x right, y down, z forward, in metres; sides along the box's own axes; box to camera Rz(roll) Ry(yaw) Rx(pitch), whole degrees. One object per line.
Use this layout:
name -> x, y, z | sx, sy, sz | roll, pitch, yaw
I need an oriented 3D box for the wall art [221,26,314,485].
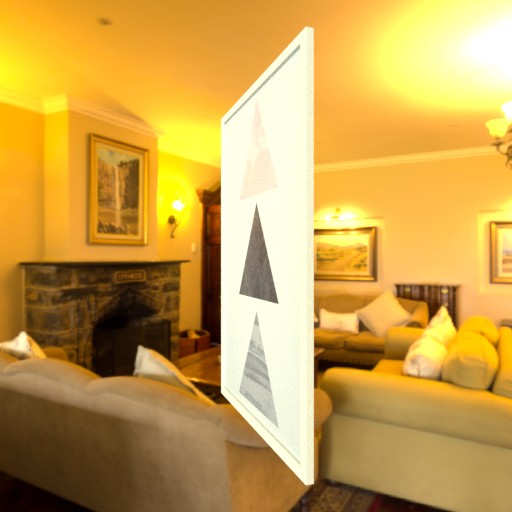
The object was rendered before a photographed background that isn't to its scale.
wall art -> 0.000, 0.000, 0.850 | 0.013, 0.656, 0.456 | 0, 0, -20
